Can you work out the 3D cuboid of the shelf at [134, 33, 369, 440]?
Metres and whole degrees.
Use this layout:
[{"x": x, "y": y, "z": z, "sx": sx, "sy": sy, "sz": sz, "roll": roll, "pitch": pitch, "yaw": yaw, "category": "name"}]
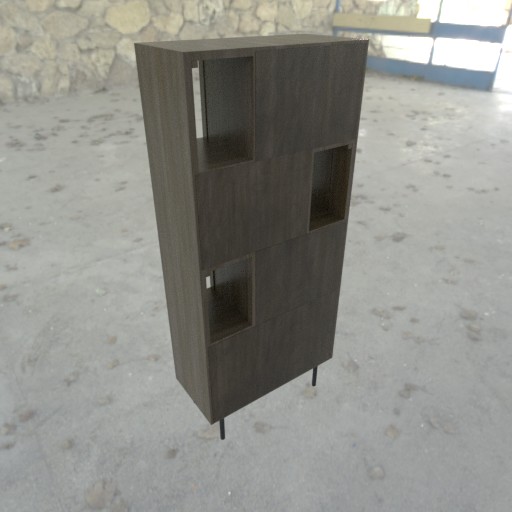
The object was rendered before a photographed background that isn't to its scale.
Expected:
[{"x": 0.000, "y": 0.000, "z": 1.765, "sx": 0.670, "sy": 1.545, "sz": 0.323, "roll": -20, "pitch": 36, "yaw": -30, "category": "shelf"}]
